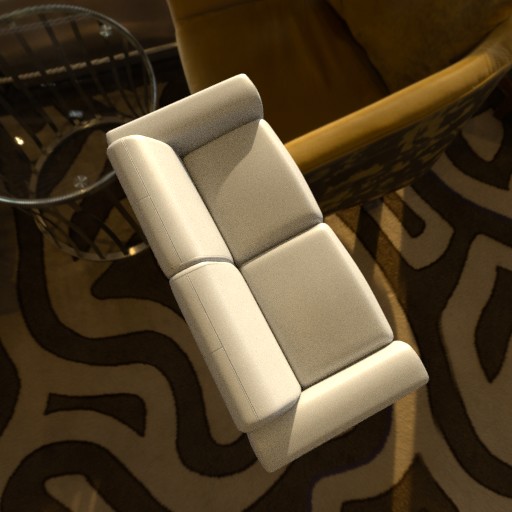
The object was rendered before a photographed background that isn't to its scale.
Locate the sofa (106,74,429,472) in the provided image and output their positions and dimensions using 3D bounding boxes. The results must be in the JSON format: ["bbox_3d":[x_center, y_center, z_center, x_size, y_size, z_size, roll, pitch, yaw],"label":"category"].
[{"bbox_3d":[0.000,0.000,2.357,0.900,0.772,1.901,-27,76,-7],"label":"sofa"}]
